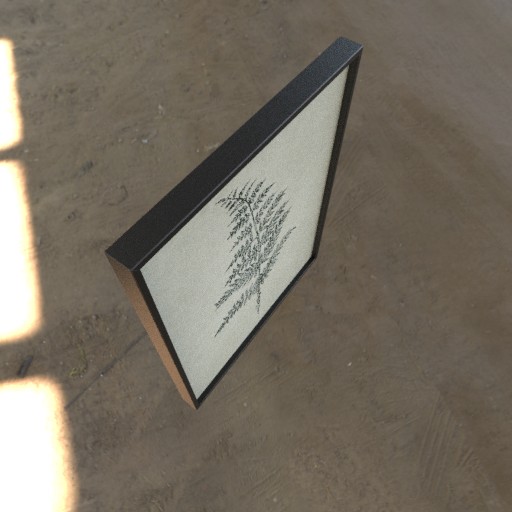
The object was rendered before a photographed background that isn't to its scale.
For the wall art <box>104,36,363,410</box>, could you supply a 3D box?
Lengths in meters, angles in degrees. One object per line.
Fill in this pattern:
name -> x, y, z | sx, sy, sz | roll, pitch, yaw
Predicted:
wall art -> 0.000, 0.000, 0.757 | 0.039, 0.555, 0.449 | 32, 63, 19
